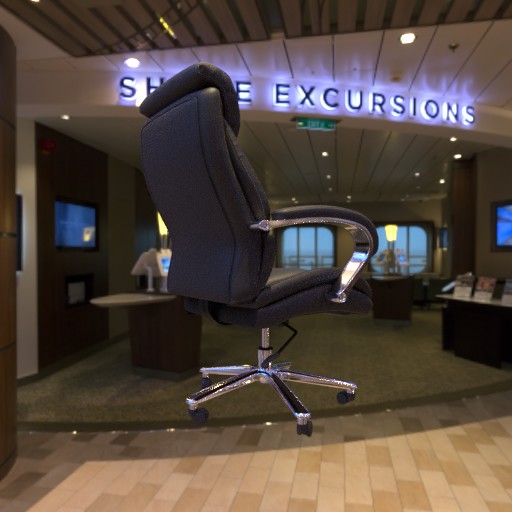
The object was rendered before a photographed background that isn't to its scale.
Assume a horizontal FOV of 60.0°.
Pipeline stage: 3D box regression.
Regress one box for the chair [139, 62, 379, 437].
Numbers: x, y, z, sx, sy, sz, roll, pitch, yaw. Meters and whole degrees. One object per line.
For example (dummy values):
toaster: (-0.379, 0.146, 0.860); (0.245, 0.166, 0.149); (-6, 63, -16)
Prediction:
chair: (0.000, 0.000, 1.722); (0.790, 1.183, 0.755); (-1, 1, -35)
